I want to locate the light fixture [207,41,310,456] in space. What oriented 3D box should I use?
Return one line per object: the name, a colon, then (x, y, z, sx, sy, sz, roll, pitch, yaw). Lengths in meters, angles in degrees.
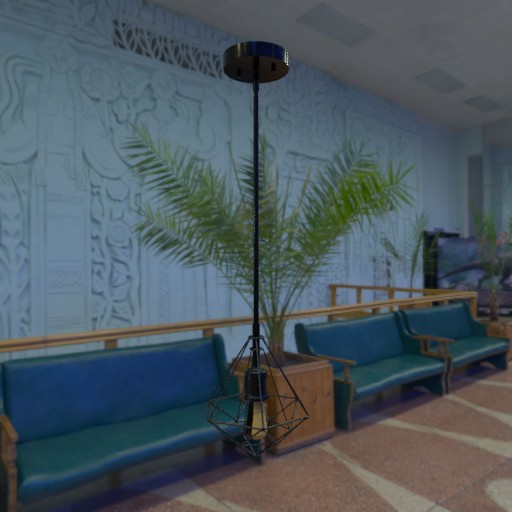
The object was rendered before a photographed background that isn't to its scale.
light fixture: (0.000, 0.000, 1.962, 0.487, 1.764, 0.431, 0, 0, -36)
